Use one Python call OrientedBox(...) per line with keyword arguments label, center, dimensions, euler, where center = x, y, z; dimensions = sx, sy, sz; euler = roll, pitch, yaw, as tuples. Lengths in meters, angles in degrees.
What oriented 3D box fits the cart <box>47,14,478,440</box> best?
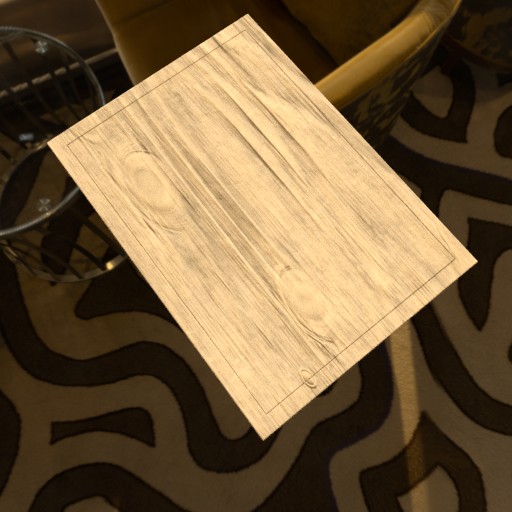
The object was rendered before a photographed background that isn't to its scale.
OrientedBox(label="cart", center=(0.000, 0.000, 1.400), dimensions=(0.567, 0.920, 0.797), euler=(-37, 78, -9))
